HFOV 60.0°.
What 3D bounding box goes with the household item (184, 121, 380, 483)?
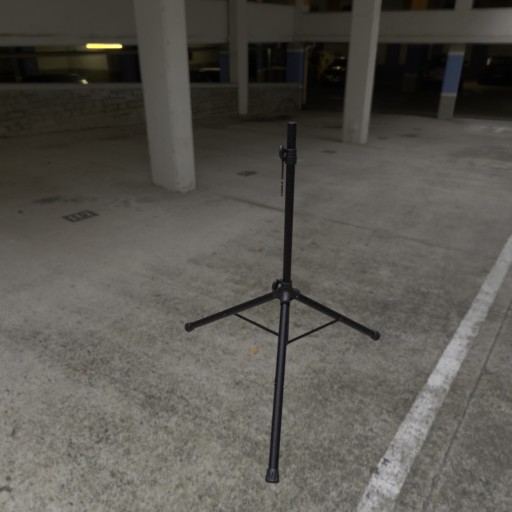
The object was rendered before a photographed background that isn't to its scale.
[{"bbox_3d":[0.000,0.000,1.891,0.907,1.136,1.045,18,31,31],"label":"household item"}]
